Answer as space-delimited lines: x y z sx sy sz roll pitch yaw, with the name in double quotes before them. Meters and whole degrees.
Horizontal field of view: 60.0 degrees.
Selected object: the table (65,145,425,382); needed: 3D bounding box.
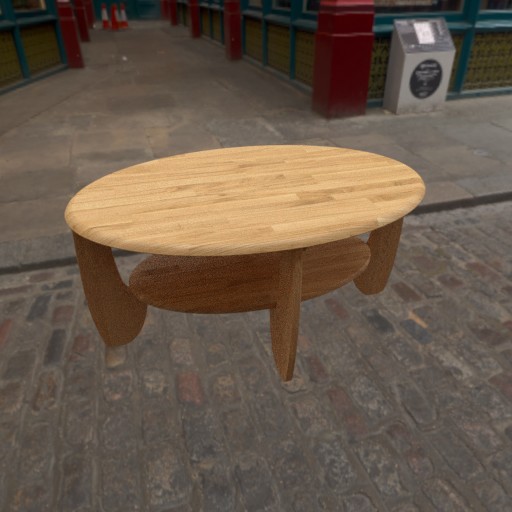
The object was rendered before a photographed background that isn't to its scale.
"table" 0.000 0.000 1.401 1.040 0.490 0.690 -9 33 -15
